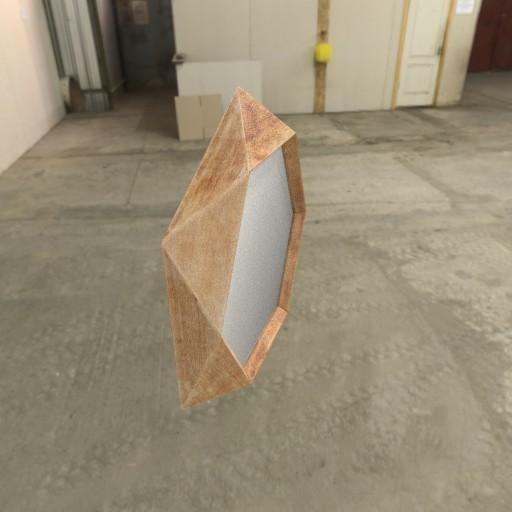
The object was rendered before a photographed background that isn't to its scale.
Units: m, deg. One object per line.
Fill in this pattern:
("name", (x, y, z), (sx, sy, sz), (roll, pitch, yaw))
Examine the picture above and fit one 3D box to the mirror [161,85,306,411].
("mirror", (0.000, 0.000, 1.078), (0.091, 0.779, 0.675), (10, 31, 18))
